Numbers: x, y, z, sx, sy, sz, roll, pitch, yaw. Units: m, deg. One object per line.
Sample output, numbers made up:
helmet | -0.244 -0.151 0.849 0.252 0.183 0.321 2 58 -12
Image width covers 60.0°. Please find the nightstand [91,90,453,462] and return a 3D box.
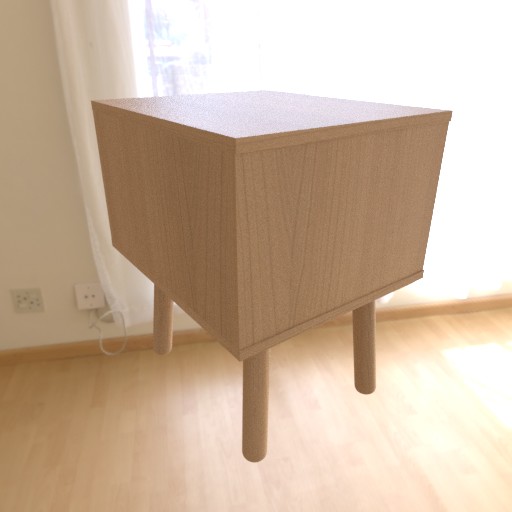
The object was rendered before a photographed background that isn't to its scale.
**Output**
nightstand | 0.000 0.000 0.817 0.380 0.530 0.450 -17 30 -32
